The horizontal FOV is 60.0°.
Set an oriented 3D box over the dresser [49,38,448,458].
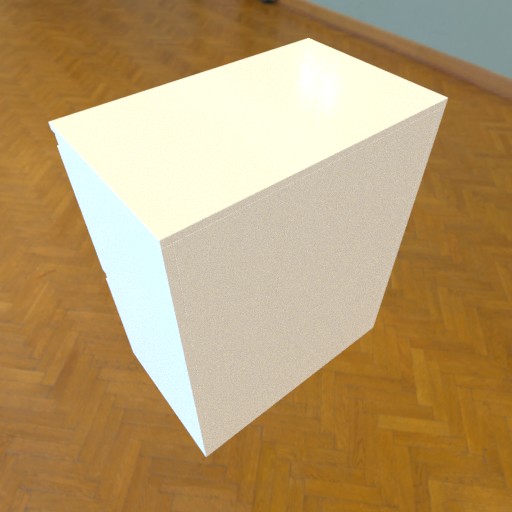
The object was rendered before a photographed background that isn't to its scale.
[{"bbox_3d":[0.000,0.000,1.127,0.650,0.800,0.400,-30,53,-26],"label":"dresser"}]
